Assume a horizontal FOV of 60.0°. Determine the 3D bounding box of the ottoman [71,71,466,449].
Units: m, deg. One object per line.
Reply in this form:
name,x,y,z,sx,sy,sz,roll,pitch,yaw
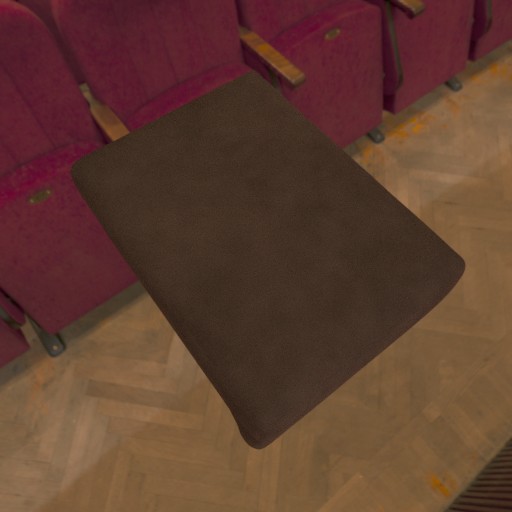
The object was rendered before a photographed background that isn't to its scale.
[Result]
ottoman,0.000,0.000,1.152,0.574,0.497,0.773,-34,67,-16
